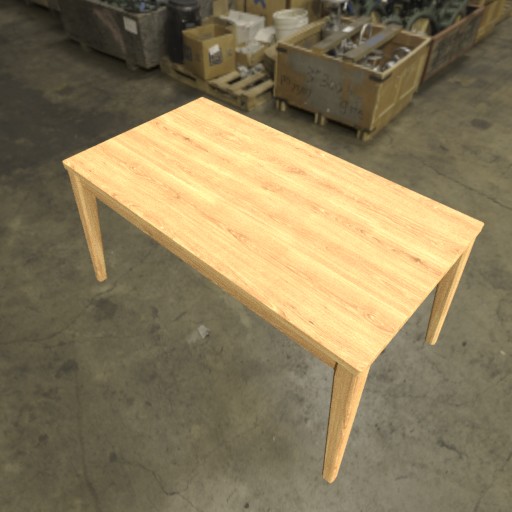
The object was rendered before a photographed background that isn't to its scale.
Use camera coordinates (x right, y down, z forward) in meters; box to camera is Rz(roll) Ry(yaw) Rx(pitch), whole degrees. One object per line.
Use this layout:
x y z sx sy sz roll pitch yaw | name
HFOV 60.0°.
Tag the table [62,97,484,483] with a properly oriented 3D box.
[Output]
0.000 0.000 2.062 1.600 0.760 0.900 33 54 28 | table
